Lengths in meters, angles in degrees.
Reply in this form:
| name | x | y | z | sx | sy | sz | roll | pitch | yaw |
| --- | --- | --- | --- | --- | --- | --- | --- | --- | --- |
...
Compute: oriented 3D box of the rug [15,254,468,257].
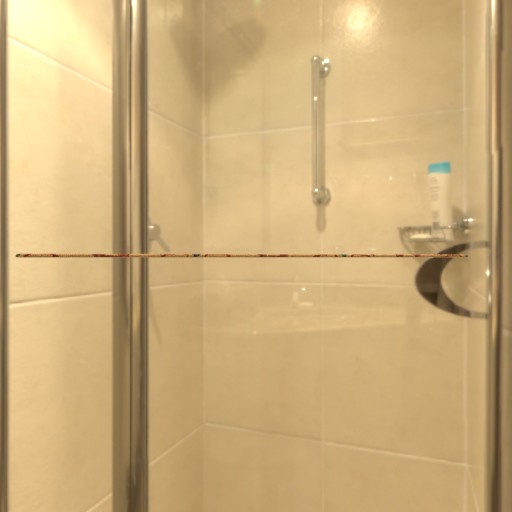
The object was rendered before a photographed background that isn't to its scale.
| name | x | y | z | sx | sy | sz | roll | pitch | yaw |
| --- | --- | --- | --- | --- | --- | --- | --- | --- | --- |
| rug | 0.000 | 0.000 | 2.466 | 2.273 | 0.016 | 0.693 | 0 | 0 | -16 |
